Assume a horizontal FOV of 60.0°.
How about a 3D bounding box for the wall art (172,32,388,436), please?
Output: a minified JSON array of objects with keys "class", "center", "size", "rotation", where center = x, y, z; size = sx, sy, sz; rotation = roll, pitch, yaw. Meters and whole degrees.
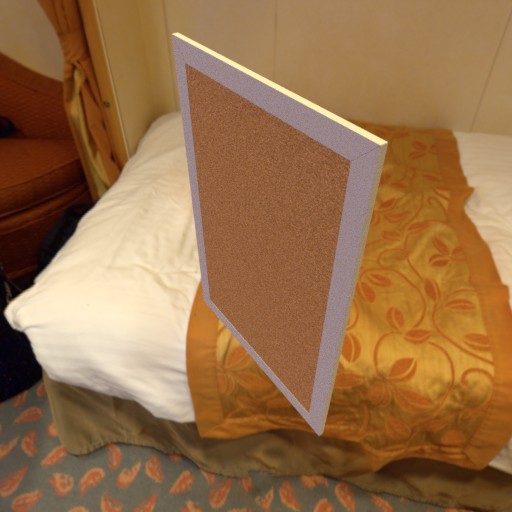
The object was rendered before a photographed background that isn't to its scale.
[{"class":"wall art","center":[0.000,0.000,0.818],"size":[0.011,0.659,0.454],"rotation":[-26,49,-26]}]
